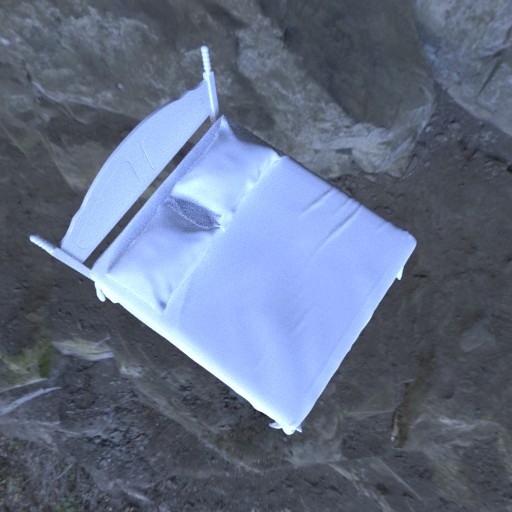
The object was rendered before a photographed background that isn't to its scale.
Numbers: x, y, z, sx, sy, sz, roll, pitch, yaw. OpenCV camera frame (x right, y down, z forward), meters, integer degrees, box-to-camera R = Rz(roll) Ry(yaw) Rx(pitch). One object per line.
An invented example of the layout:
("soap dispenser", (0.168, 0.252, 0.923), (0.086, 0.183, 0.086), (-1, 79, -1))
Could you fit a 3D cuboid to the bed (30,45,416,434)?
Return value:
("bed", (0.000, 0.000, 3.189), (2.040, 1.356, 1.873), (35, 77, 9))
